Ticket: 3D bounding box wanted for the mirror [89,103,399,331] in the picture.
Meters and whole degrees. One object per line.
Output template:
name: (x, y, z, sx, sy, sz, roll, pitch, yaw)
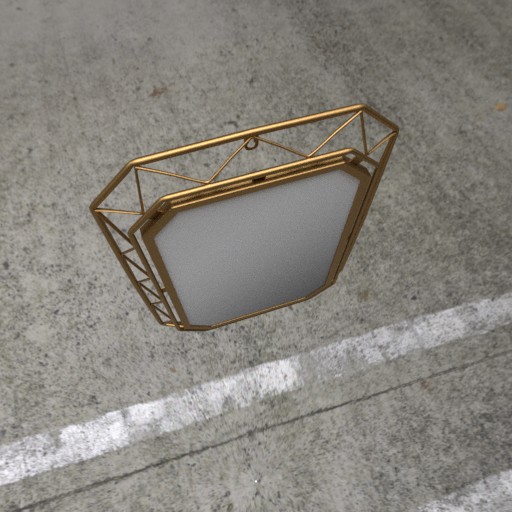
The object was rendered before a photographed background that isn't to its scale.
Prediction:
mirror: (0.000, 0.000, 0.744, 0.417, 0.566, 0.042, -16, 64, -8)
